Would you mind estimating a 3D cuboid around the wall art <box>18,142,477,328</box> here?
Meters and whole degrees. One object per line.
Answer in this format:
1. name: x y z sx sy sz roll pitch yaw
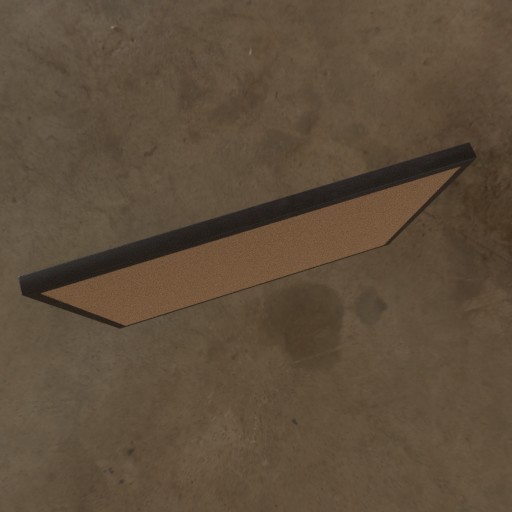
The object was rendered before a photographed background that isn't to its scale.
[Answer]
1. wall art: 0.000 0.000 1.142 0.912 0.612 0.038 -17 76 -5
